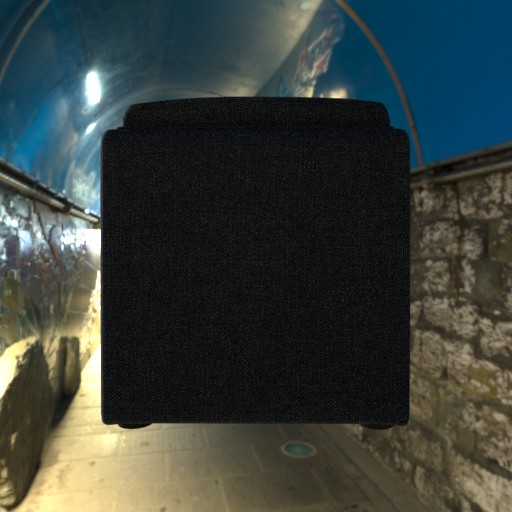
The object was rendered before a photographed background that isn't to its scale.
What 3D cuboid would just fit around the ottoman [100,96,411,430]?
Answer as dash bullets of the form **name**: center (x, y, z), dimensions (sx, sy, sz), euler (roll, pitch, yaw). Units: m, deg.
- **ottoman**: center (0.000, 0.000, 0.838), dimensions (0.436, 0.493, 0.454), euler (0, 0, 0)
